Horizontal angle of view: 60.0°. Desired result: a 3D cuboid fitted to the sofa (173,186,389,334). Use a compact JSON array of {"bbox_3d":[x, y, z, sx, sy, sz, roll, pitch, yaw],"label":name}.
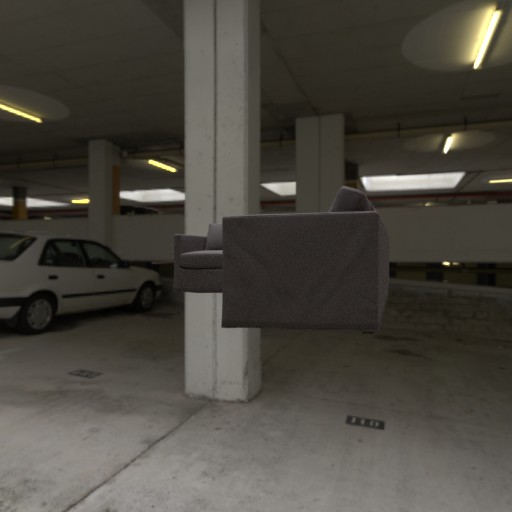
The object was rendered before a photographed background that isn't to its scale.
[{"bbox_3d":[0.000,0.000,4.291,2.432,0.871,3.182,0,0,18],"label":"sofa"}]
